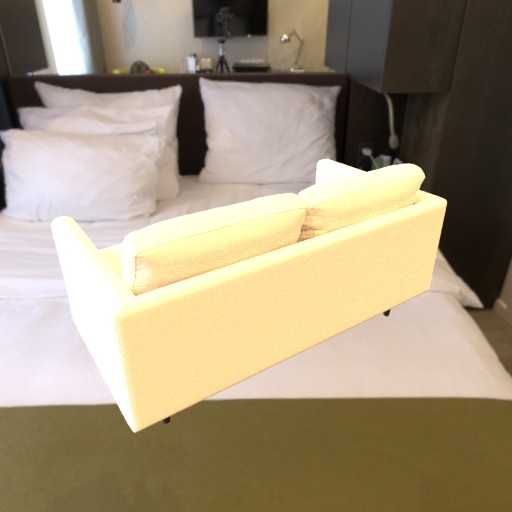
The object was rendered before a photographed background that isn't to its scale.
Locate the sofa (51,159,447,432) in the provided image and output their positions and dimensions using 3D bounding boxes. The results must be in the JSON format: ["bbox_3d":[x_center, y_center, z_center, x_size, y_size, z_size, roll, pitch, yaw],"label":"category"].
[{"bbox_3d":[0.000,0.000,2.249,1.713,0.893,0.940,-18,33,-30],"label":"sofa"}]
